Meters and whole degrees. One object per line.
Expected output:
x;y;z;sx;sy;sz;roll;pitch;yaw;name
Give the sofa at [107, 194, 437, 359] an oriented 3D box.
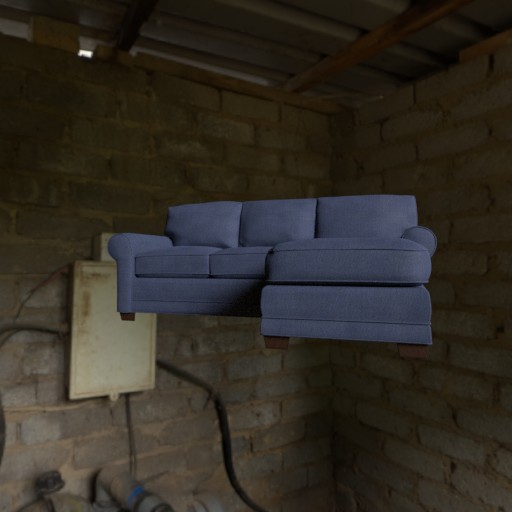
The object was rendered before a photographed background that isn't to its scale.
0.000;0.000;3.399;2.567;1.063;1.780;0;-1;19;sofa
